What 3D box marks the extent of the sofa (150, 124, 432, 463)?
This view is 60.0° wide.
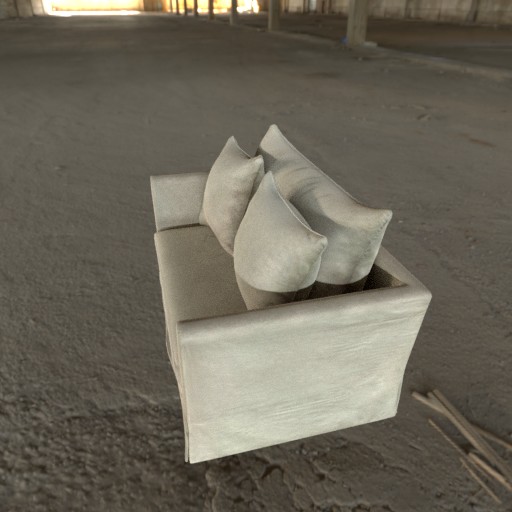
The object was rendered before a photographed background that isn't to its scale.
[{"bbox_3d":[0.000,0.000,2.341,1.035,1.040,1.608,-8,31,-13],"label":"sofa"}]
